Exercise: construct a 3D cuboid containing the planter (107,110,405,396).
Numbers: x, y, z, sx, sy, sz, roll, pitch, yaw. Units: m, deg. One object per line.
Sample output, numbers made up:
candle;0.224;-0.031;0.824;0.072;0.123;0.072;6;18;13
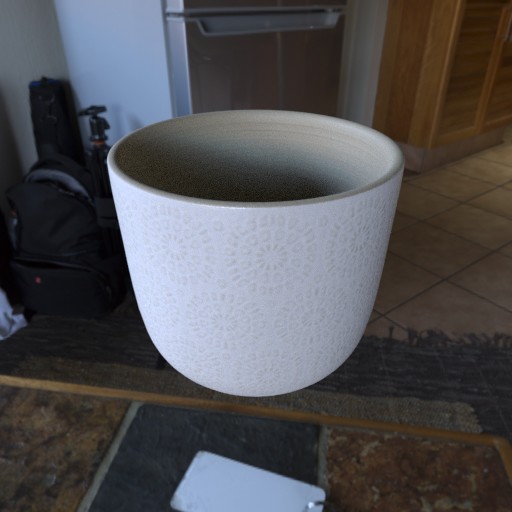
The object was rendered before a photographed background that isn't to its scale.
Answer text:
planter;0.000;0.000;0.370;0.208;0.190;0.208;0;32;0
